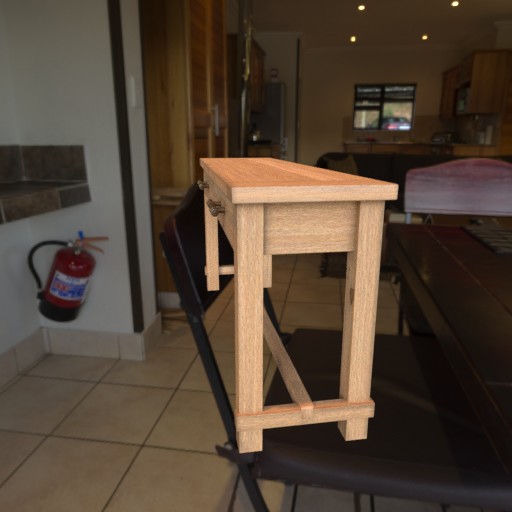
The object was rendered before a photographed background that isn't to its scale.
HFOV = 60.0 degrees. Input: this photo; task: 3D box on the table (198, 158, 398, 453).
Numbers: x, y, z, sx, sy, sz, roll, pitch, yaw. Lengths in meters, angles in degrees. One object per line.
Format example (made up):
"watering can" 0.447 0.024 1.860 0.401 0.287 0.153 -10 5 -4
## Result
"table" 0.000 0.000 1.910 0.442 0.762 1.599 -2 15 -9
